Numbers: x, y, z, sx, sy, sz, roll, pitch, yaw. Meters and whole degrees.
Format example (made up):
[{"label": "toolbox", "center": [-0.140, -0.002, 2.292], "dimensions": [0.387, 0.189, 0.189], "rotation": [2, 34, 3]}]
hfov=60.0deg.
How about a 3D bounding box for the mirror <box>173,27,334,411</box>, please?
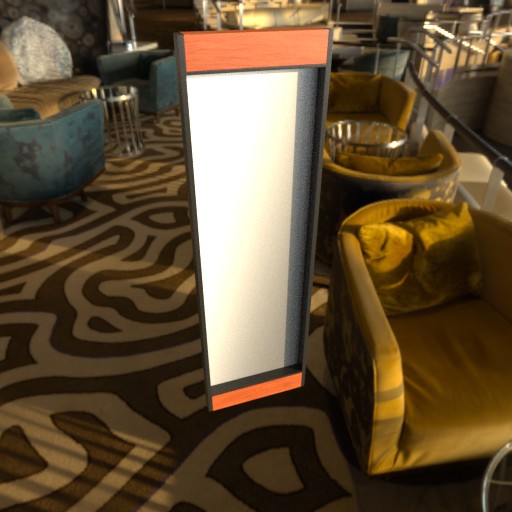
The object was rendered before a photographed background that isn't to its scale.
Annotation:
[{"label": "mirror", "center": [0.000, 0.000, 1.233], "dimensions": [0.343, 1.123, 0.047], "rotation": [-10, 34, -16]}]
